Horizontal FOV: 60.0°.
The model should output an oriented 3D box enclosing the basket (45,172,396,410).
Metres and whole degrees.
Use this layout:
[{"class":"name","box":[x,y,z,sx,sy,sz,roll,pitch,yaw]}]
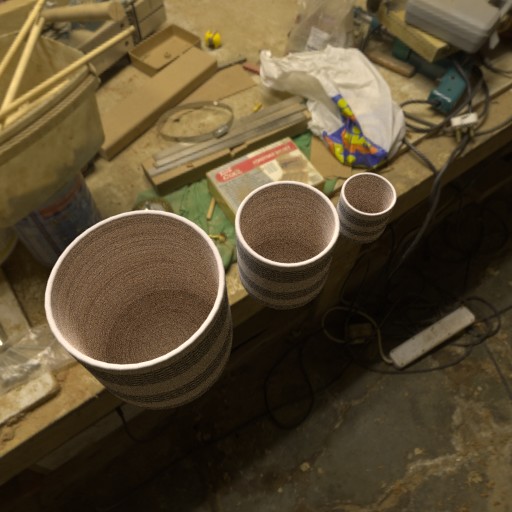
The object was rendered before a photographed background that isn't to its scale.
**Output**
[{"class":"basket","box":[0.000,0.000,1.093,0.917,0.356,0.351,-31,64,-17]}]
